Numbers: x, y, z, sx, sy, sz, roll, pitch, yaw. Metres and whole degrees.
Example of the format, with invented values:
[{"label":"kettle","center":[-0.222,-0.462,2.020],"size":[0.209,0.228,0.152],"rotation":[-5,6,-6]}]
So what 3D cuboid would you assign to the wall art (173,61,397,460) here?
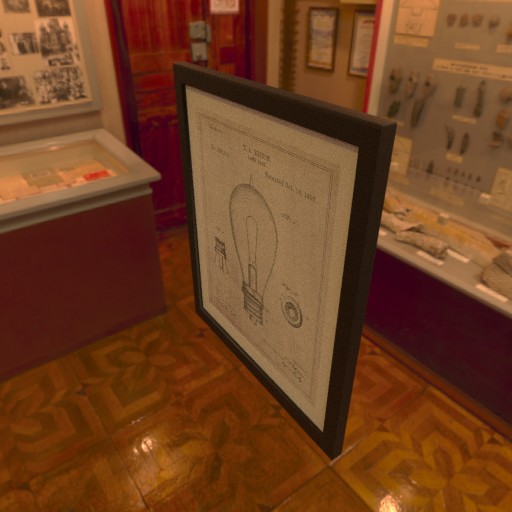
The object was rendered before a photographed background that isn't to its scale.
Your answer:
[{"label":"wall art","center":[0.000,0.000,0.693],"size":[0.021,0.509,0.430],"rotation":[-20,38,-29]}]
